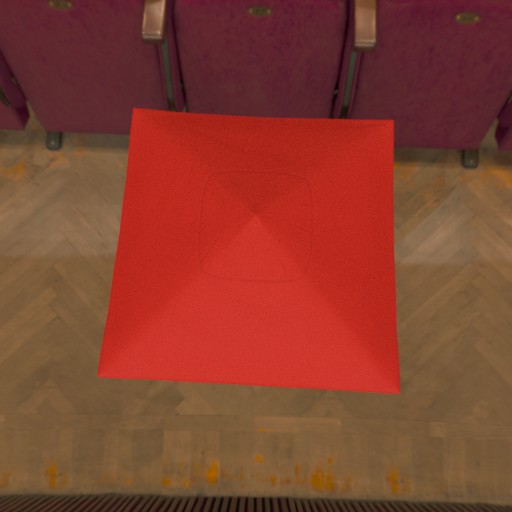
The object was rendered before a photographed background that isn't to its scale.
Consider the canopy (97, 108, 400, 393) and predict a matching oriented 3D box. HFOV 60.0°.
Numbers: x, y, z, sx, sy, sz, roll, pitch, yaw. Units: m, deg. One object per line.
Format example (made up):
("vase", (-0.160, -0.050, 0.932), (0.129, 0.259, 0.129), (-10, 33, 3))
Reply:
("canopy", (0.000, 0.000, 5.408), (2.998, 2.997, 2.996), (3, 76, 1))
